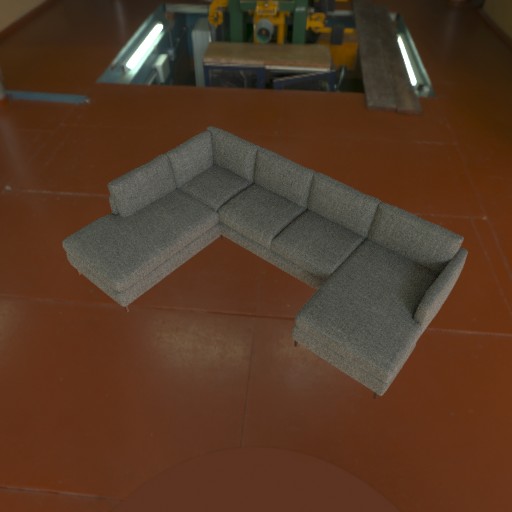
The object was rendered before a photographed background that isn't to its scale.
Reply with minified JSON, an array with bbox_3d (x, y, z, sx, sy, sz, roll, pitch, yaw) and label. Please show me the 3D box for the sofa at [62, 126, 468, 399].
[{"bbox_3d":[0.000,0.000,3.604,2.737,0.756,1.879,30,52,27],"label":"sofa"}]
